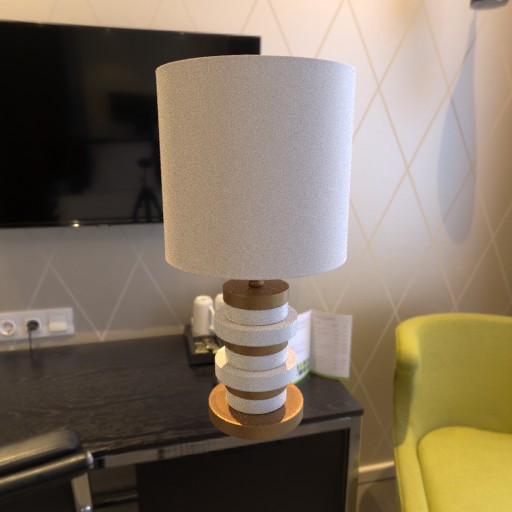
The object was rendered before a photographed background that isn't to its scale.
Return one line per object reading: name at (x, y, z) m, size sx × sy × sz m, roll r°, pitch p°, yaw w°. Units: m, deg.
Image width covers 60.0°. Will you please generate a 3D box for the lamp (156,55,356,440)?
lamp at (0.000, 0.000, 0.523) m, size 0.210 × 0.410 × 0.210 m, roll -13°, pitch 19°, yaw -42°
